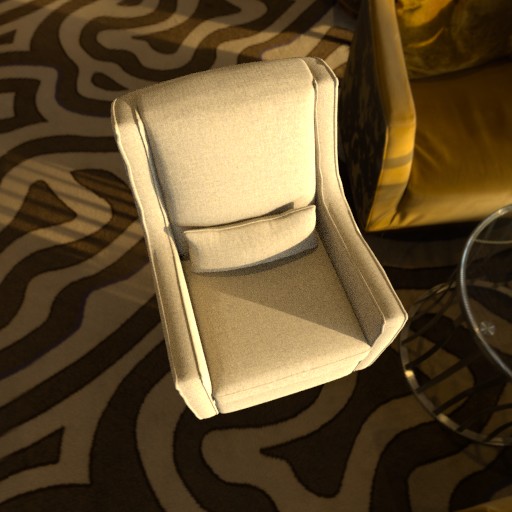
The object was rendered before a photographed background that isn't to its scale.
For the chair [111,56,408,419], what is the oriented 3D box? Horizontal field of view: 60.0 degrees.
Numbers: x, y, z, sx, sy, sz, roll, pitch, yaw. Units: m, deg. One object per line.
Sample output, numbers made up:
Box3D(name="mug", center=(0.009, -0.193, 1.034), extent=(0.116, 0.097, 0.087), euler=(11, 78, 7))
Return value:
Box3D(name="chair", center=(0.000, 0.000, 1.592), extent=(0.732, 0.993, 0.879), euler=(-15, 63, -8))
